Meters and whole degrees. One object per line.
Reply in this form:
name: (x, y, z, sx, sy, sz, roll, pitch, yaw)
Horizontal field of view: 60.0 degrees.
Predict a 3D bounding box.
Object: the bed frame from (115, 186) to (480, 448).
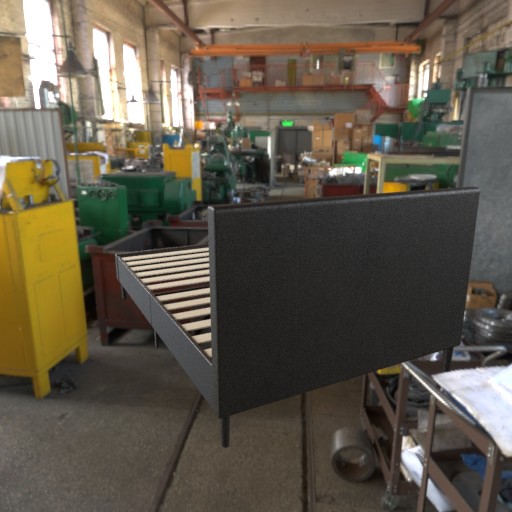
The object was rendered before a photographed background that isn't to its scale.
bed frame: (0.000, 0.000, 2.984, 1.469, 1.046, 2.152, -8, 17, -27)
